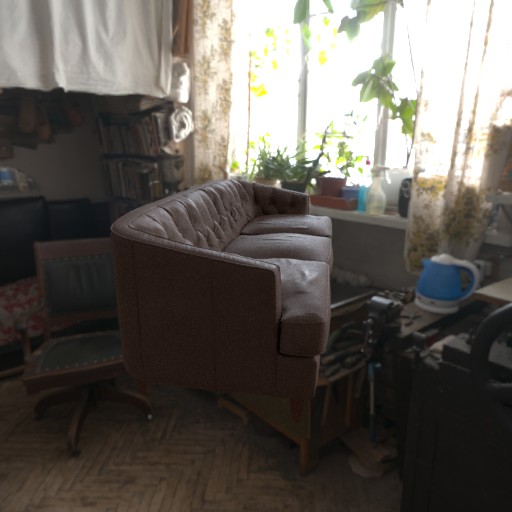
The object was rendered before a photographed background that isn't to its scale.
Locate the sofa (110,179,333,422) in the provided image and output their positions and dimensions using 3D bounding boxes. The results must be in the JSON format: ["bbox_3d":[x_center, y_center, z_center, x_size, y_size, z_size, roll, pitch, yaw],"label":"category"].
[{"bbox_3d":[0.000,0.000,2.698,0.927,0.787,2.227,2,15,9],"label":"sofa"}]
